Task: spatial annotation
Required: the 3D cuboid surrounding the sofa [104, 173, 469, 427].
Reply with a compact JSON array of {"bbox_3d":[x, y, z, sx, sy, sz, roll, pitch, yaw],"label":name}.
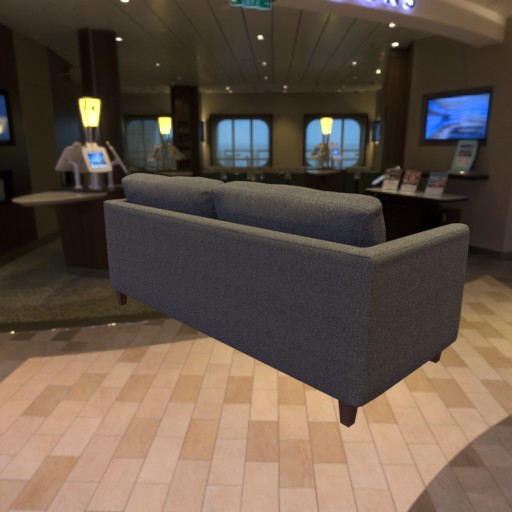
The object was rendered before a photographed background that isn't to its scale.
[{"bbox_3d":[0.000,0.000,2.744,0.948,0.965,2.208,-13,19,-42],"label":"sofa"}]
